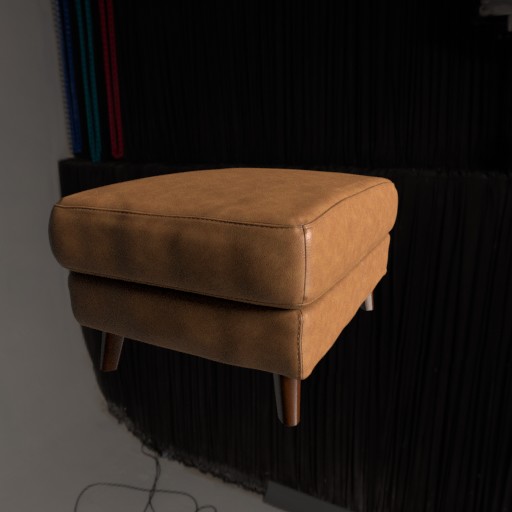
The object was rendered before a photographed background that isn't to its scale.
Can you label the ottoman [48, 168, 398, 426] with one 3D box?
[{"bbox_3d":[0.000,0.000,1.216,0.630,0.461,0.869,7,16,26],"label":"ottoman"}]
